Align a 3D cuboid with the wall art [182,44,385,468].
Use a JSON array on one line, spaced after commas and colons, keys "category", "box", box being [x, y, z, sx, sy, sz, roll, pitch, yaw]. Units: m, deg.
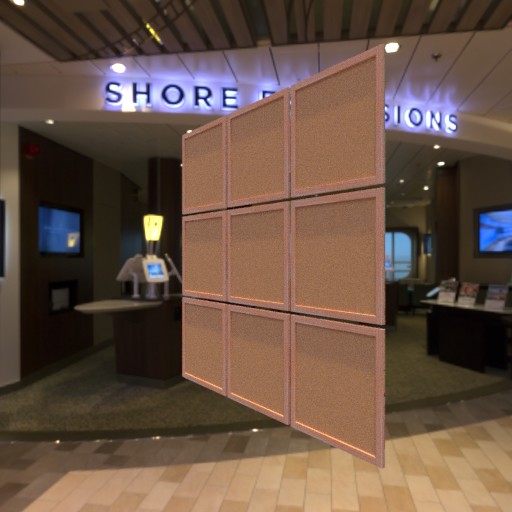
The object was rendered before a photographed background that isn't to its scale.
[{"category": "wall art", "box": [0.000, 0.000, 1.759, 0.013, 1.220, 1.216, 0, 0, -37]}]
